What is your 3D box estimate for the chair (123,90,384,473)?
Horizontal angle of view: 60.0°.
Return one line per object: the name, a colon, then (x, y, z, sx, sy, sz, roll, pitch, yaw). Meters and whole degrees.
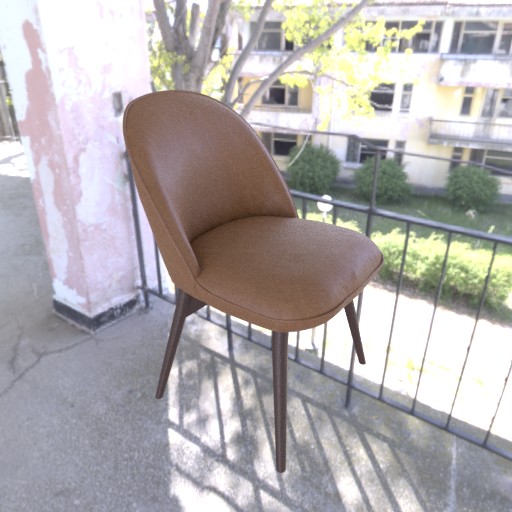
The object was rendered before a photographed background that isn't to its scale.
chair: (0.000, 0.000, 1.229, 0.631, 0.831, 0.521, 17, 31, 32)
